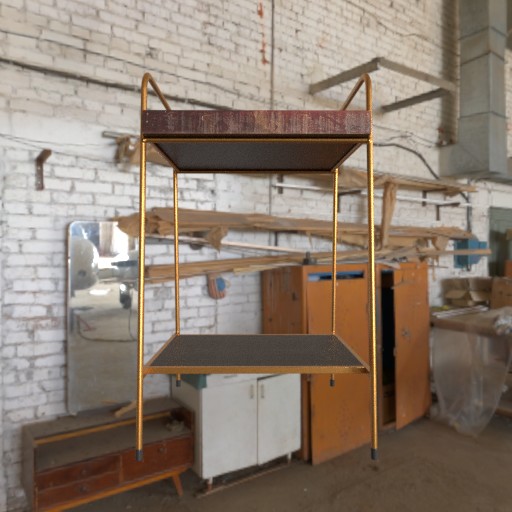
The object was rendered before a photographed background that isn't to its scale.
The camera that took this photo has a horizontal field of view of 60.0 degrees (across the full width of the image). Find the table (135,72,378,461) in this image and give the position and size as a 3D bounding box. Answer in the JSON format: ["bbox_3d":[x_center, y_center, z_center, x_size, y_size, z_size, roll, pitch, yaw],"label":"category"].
[{"bbox_3d":[0.000,0.000,0.986,0.430,0.710,0.430,0,1,0],"label":"table"}]
